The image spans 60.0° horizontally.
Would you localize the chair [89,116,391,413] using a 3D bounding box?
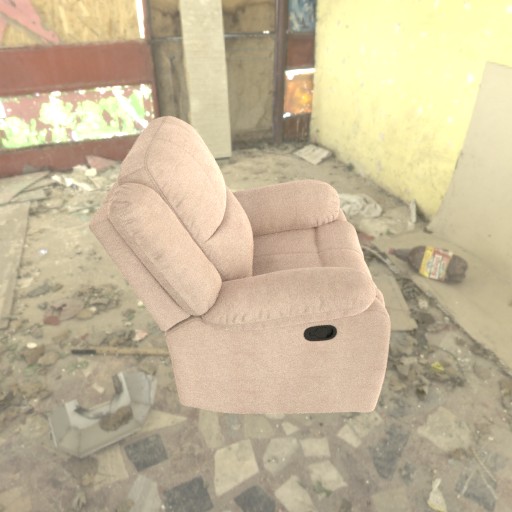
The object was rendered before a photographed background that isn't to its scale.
[{"bbox_3d":[0.000,0.000,1.754,0.944,1.008,0.899,0,33,-1],"label":"chair"}]
